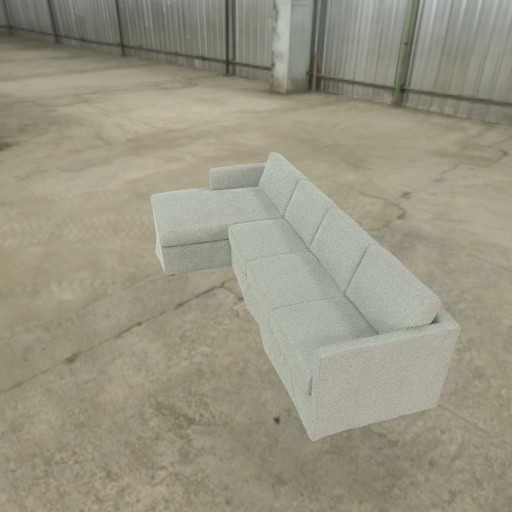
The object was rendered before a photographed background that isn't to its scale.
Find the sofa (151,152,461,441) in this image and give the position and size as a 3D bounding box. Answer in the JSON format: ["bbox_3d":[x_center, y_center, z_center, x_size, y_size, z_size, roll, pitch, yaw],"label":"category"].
[{"bbox_3d":[0.000,0.000,3.901,1.650,0.922,3.205,-8,32,-14],"label":"sofa"}]
